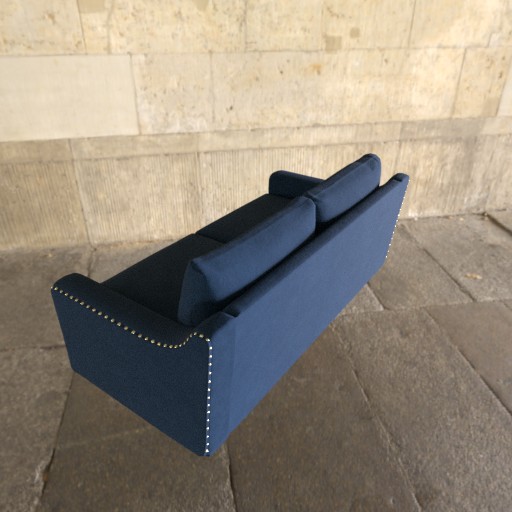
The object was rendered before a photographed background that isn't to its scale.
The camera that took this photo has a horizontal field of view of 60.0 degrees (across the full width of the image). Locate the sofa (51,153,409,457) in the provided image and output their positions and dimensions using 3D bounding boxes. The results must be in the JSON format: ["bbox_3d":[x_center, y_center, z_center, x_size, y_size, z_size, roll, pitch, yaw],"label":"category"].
[{"bbox_3d":[0.000,0.000,2.743,1.104,0.983,2.107,20,36,30],"label":"sofa"}]
